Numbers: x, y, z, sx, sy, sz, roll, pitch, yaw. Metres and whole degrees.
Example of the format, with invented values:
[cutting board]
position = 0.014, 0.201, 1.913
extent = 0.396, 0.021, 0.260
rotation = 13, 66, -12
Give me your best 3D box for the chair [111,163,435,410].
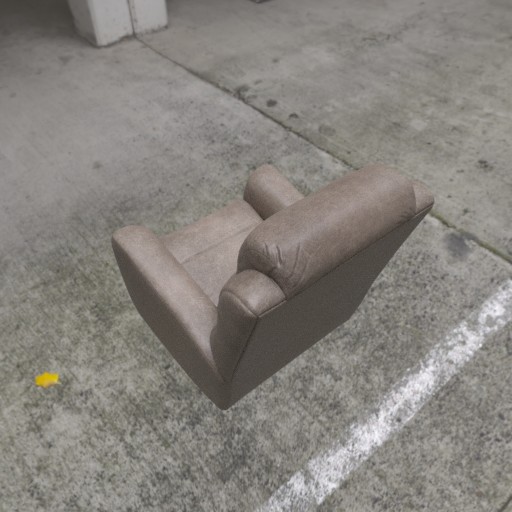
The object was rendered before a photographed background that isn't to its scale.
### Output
[chair]
position = 0.000, 0.000, 2.001
extent = 0.967, 1.116, 1.068
rotation = -30, 52, -27
